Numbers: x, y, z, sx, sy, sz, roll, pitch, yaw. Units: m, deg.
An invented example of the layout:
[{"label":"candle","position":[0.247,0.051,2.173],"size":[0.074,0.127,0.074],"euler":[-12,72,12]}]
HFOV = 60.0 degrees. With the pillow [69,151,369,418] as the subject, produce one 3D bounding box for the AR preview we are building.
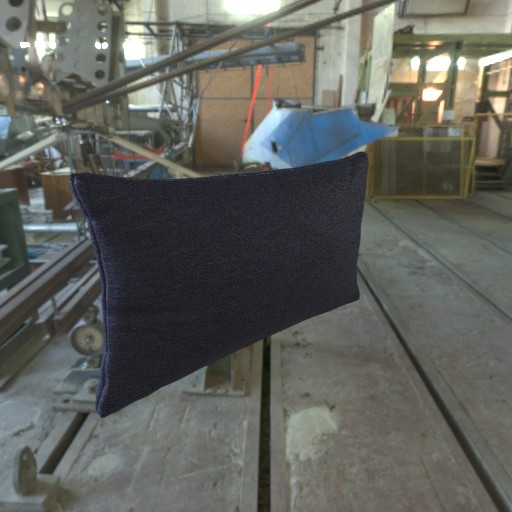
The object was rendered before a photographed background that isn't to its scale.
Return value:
[{"label":"pillow","position":[0.000,0.000,0.787],"size":[0.633,0.338,0.210],"euler":[-15,23,-41]}]
